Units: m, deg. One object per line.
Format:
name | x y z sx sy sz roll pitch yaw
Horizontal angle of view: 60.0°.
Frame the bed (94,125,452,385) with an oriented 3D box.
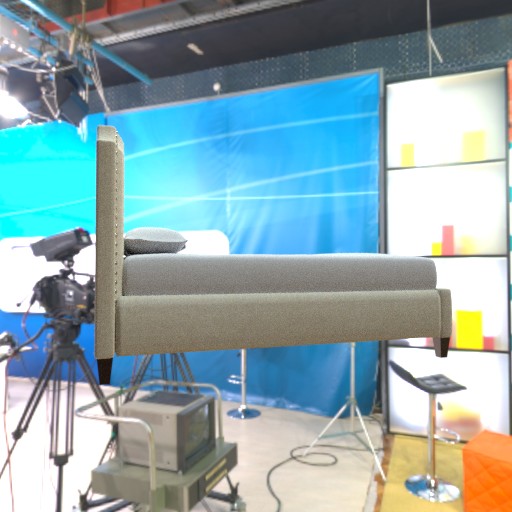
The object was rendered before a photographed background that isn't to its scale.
bed | 0.000 0.000 3.560 2.381 1.457 1.713 0 -1 -18
